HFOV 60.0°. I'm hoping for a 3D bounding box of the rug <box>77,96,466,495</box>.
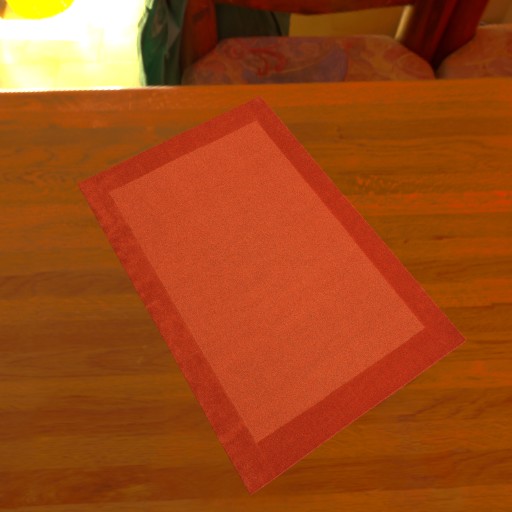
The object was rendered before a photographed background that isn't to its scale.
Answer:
[{"bbox_3d":[0.000,0.000,2.301,1.219,0.014,1.829,-30,69,-13],"label":"rug"}]
